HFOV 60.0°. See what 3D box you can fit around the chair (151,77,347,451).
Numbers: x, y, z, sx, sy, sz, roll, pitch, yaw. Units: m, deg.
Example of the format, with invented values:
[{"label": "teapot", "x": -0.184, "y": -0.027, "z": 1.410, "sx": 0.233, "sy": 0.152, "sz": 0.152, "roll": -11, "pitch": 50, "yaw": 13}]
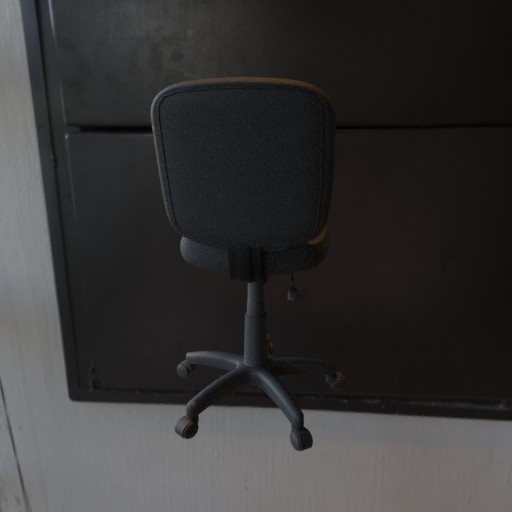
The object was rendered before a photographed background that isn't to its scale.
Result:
[{"label": "chair", "x": 0.000, "y": 0.000, "z": 1.372, "sx": 0.610, "sy": 0.972, "sz": 0.610, "roll": 2, "pitch": 16, "yaw": 9}]
